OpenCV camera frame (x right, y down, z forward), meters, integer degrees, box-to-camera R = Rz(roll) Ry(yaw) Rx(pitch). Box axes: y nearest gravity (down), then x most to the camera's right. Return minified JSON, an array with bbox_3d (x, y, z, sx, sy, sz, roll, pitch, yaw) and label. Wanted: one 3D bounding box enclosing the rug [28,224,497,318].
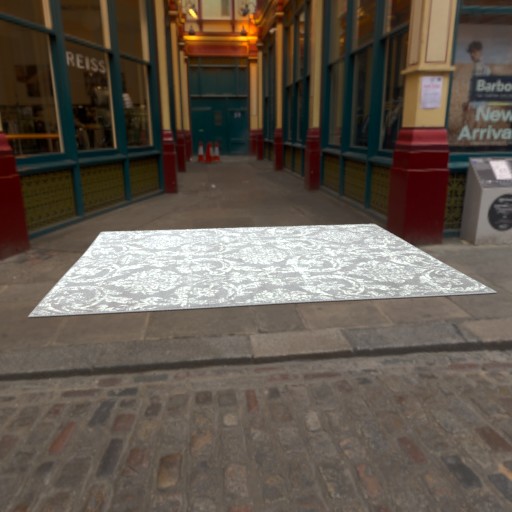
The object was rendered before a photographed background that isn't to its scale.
[{"bbox_3d":[0.000,0.000,2.807,2.206,0.014,1.578,-2,17,-7],"label":"rug"}]
